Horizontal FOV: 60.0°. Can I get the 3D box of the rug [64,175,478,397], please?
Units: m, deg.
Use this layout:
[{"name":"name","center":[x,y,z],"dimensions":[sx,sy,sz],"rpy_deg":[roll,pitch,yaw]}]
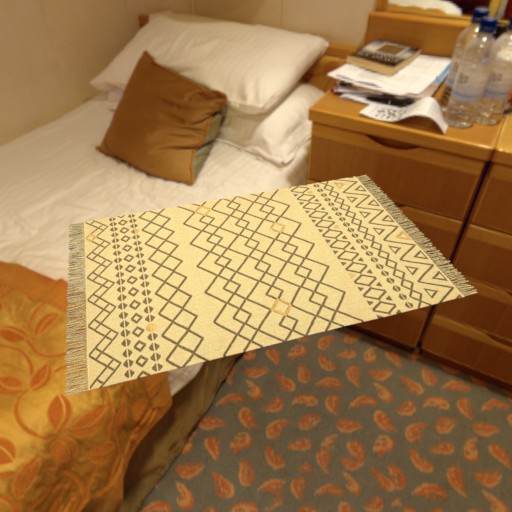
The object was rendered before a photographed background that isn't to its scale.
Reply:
[{"name":"rug","center":[0.000,0.000,3.026],"dimensions":[2.472,0.035,1.495],"rpy_deg":[-11,42,-13]}]
